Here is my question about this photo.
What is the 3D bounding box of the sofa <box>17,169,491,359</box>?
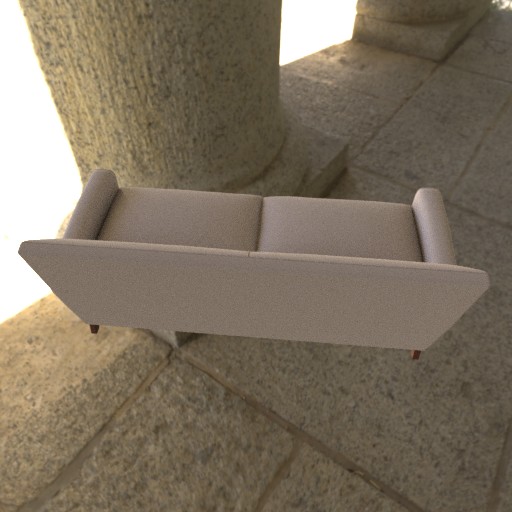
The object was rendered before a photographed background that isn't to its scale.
[{"bbox_3d":[0.000,0.000,2.358,2.000,0.846,0.875,4,48,4],"label":"sofa"}]
